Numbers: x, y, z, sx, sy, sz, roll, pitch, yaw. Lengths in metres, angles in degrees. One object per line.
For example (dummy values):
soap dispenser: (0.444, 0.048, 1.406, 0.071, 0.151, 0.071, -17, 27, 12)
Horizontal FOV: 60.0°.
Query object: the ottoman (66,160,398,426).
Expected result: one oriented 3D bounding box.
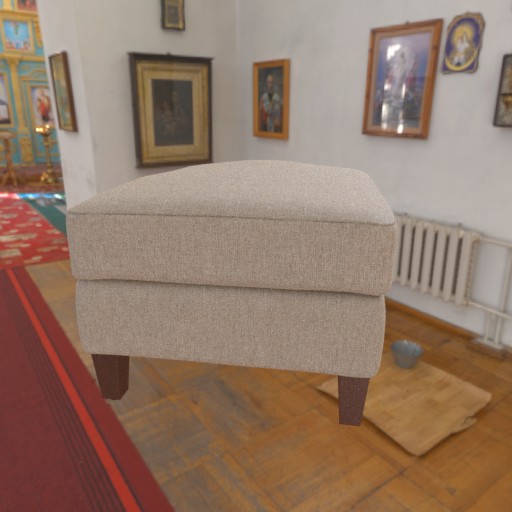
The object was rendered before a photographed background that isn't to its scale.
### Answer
ottoman: (0.000, 0.000, 1.304, 0.677, 0.519, 0.898, 3, 17, 9)
